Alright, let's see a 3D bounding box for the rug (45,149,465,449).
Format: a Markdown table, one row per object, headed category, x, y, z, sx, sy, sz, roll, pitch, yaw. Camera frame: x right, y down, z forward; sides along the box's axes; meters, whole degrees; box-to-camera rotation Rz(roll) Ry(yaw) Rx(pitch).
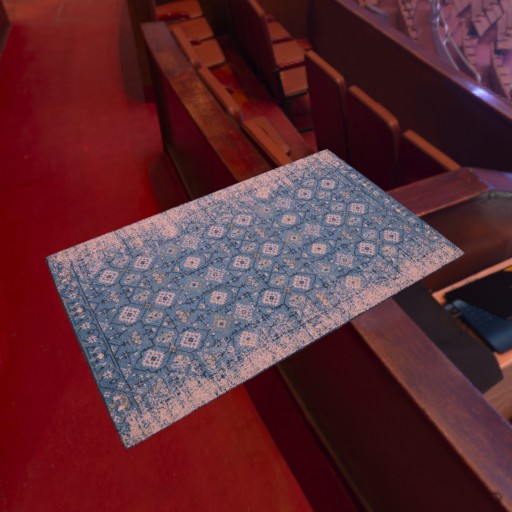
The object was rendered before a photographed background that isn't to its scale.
| category | x | y | z | sx | sy | sz | roll | pitch | yaw |
| --- | --- | --- | --- | --- | --- | --- | --- | --- | --- |
| rug | 0.000 | 0.000 | 2.202 | 1.795 | 0.008 | 1.102 | -25 | 51 | -22 |
